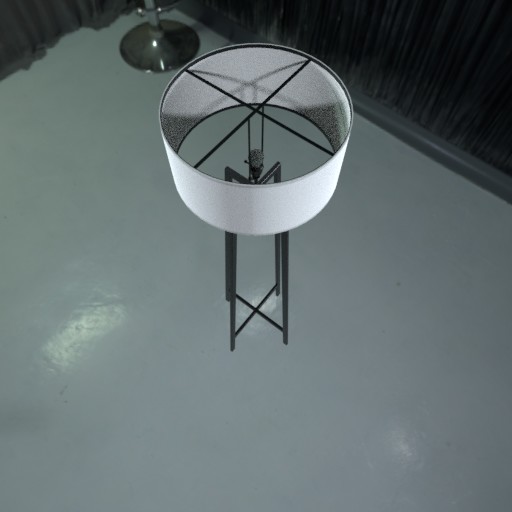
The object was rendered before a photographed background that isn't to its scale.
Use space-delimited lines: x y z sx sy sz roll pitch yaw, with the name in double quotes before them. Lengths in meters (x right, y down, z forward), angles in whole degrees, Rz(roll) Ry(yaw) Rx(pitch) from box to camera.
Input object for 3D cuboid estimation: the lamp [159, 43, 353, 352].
"lamp" 0.000 0.000 1.715 0.456 1.510 0.457 35 68 17
